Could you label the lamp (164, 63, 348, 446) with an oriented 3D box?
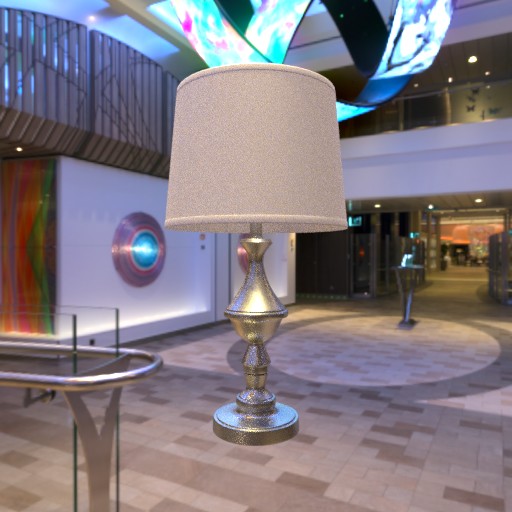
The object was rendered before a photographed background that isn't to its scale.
[{"bbox_3d":[0.000,0.000,0.945,0.383,0.733,0.383,0,0,0],"label":"lamp"}]
